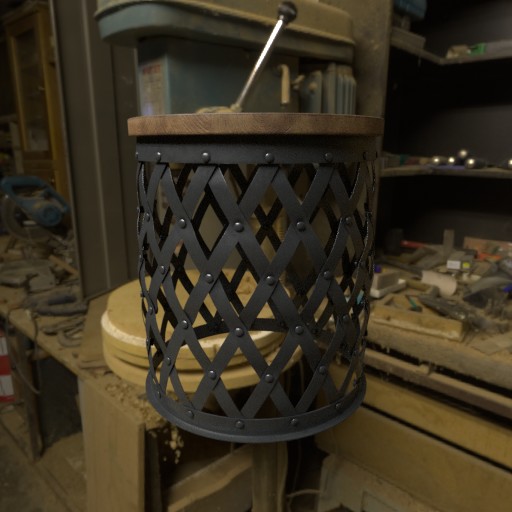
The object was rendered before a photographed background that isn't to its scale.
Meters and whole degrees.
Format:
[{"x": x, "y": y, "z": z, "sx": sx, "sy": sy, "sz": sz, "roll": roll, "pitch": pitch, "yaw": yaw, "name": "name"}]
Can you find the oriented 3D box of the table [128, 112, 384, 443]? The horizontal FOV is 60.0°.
[{"x": 0.000, "y": 0.000, "z": 0.779, "sx": 0.405, "sy": 0.454, "sz": 0.405, "roll": 0, "pitch": 14, "yaw": 0, "name": "table"}]
